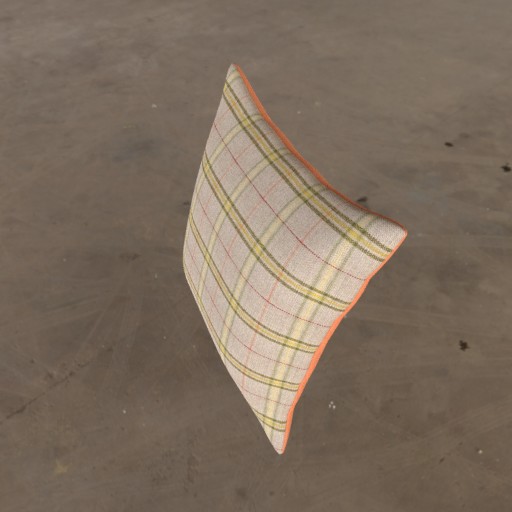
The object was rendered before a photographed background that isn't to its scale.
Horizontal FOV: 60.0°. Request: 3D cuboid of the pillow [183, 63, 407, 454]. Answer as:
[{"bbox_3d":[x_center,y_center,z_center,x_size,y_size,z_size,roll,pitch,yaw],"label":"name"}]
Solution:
[{"bbox_3d":[0.000,0.000,0.703,0.200,0.430,0.453,-17,47,-17],"label":"pillow"}]
